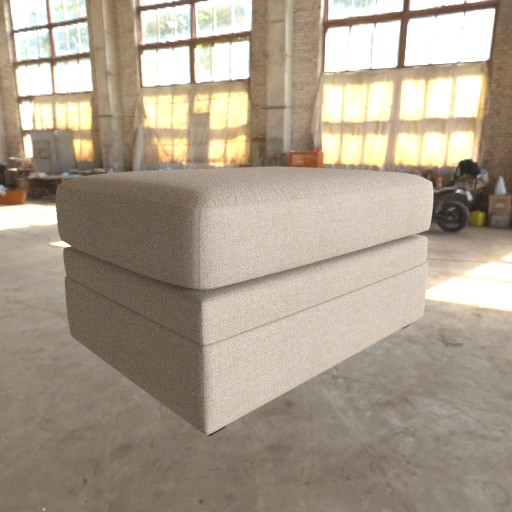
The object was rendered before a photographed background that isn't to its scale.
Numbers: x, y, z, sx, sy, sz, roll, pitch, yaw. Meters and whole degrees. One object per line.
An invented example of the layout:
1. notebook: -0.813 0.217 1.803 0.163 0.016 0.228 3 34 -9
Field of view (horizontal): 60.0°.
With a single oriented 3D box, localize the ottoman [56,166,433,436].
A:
1. ottoman: 0.000 0.000 1.240 0.885 0.478 0.637 -13 19 -42
